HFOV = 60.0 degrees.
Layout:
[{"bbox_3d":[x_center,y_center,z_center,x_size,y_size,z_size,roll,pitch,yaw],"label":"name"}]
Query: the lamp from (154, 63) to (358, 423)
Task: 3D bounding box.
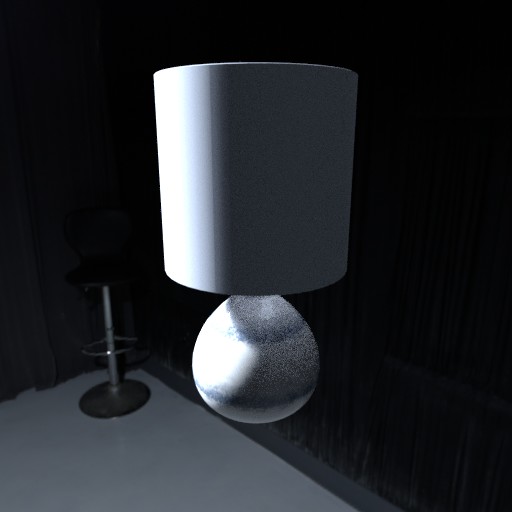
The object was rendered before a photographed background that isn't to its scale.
[{"bbox_3d":[0.000,0.000,0.537,0.216,0.404,0.216,-15,22,-42],"label":"lamp"}]
